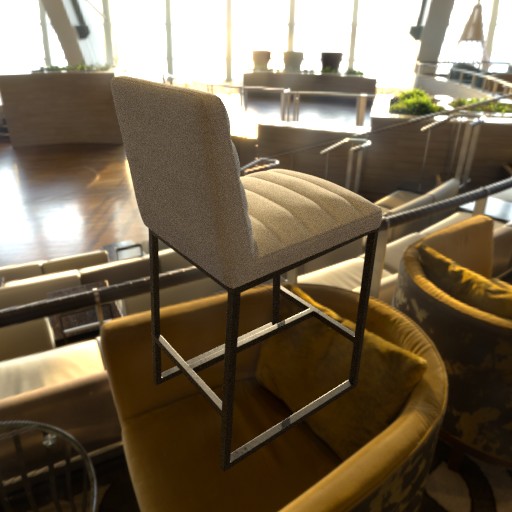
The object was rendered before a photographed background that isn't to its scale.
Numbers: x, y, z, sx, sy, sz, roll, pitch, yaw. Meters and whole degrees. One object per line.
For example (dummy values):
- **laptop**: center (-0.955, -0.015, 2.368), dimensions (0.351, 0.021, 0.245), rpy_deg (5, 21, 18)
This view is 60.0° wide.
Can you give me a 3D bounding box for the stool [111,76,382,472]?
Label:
- **stool**: center (0.000, 0.000, 1.278), dimensions (0.567, 0.971, 0.459), rpy_deg (-19, 33, -32)
